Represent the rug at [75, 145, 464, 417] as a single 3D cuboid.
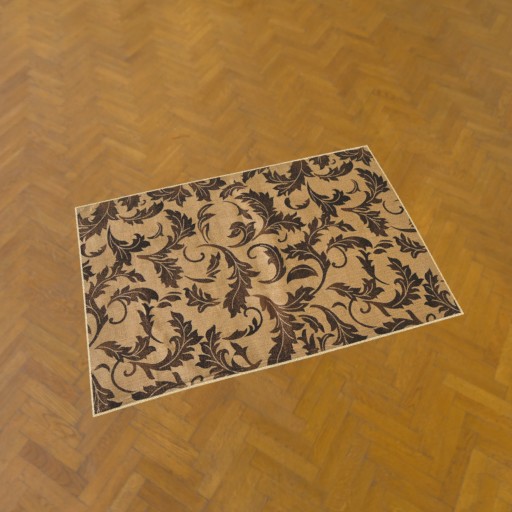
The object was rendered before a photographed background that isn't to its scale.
[{"bbox_3d":[0.000,0.000,2.975,2.284,0.008,1.522,-14,59,-8],"label":"rug"}]
